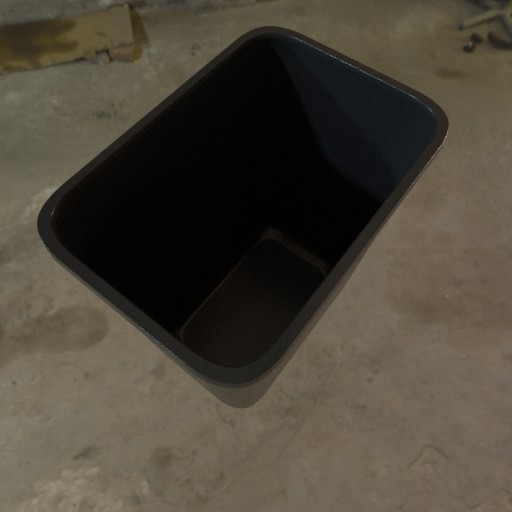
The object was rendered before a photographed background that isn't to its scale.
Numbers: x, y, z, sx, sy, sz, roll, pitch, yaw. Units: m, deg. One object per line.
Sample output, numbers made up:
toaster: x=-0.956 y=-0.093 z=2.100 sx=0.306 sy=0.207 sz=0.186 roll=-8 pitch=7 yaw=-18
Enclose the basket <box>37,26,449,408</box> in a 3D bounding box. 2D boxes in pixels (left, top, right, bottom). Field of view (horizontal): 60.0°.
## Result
basket: x=0.000 y=0.000 z=0.480 sx=0.211 sy=0.307 sz=0.300 roll=35 pitch=68 yaw=16
